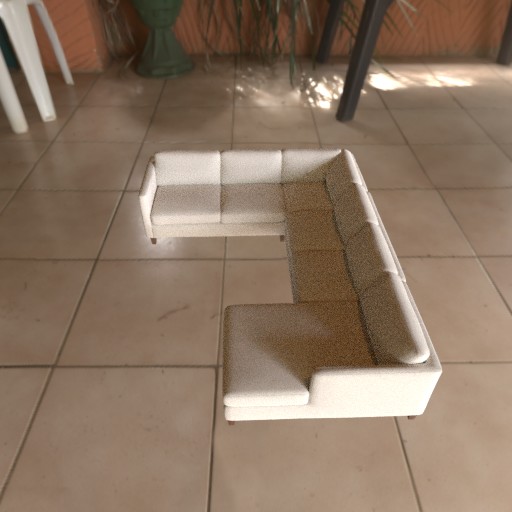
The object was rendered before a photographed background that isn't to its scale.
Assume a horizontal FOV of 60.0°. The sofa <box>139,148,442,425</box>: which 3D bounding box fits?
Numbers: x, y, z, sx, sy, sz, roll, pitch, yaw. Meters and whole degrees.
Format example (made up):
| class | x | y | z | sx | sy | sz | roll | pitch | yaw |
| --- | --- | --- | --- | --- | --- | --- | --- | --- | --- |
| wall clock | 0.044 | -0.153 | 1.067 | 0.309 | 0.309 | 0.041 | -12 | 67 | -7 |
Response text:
| class | x | y | z | sx | sy | sz | roll | pitch | yaw |
| --- | --- | --- | --- | --- | --- | --- | --- | --- | --- |
| sofa | 0.000 | 0.000 | 4.441 | 2.551 | 0.853 | 3.238 | -1 | 41 | -1 |
